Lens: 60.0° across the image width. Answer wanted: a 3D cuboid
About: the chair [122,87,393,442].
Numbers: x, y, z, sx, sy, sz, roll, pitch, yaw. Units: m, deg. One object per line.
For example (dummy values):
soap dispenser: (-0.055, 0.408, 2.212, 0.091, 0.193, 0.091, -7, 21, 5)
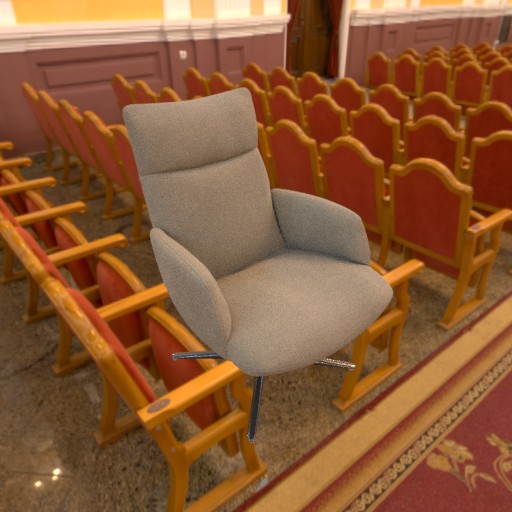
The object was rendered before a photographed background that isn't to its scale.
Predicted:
chair: (0.000, 0.000, 1.631, 0.711, 1.016, 0.889, -23, 38, -33)
